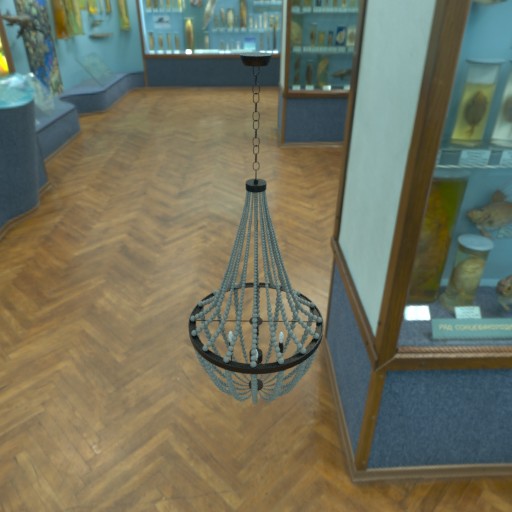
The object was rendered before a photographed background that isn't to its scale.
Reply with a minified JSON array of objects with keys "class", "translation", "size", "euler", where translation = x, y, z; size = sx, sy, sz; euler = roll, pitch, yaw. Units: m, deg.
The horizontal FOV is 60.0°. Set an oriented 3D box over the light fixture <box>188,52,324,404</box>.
[{"class":"light fixture","translation":[0.000,0.000,1.359],"size":[0.450,1.133,0.450],"euler":[0,31,0]}]
